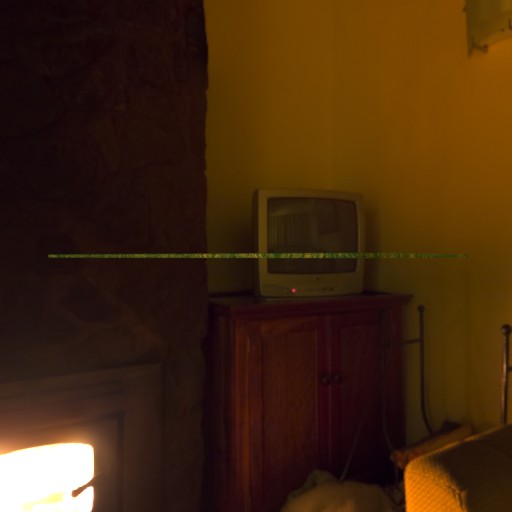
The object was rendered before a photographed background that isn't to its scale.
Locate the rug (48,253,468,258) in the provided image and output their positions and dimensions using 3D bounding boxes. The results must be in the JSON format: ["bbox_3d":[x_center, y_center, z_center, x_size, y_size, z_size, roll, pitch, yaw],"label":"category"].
[{"bbox_3d":[0.000,0.000,4.234,3.217,0.027,2.405,0,0,38],"label":"rug"}]
